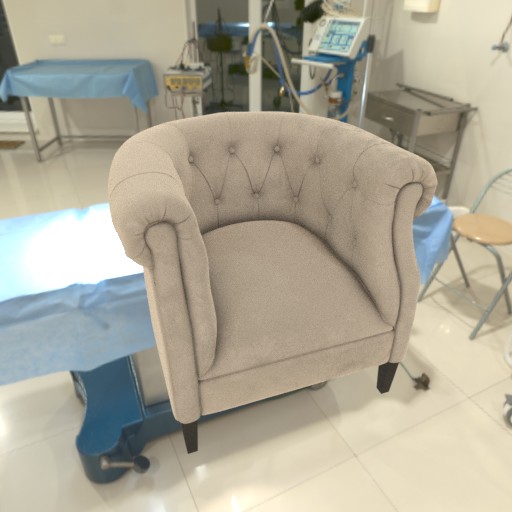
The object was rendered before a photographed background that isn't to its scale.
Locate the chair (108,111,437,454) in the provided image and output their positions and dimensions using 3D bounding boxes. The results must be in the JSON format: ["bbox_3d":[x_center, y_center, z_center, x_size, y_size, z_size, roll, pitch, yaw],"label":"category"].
[{"bbox_3d":[0.000,0.000,1.553,0.904,0.826,0.851,-11,34,-17],"label":"chair"}]
